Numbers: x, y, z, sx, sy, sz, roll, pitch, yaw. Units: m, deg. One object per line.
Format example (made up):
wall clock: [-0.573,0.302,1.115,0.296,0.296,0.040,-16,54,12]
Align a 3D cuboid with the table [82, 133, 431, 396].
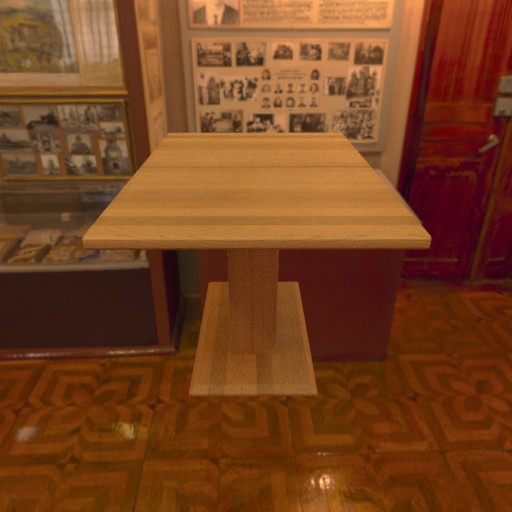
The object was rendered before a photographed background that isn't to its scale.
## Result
table: [0.000,0.000,1.883,0.900,0.770,1.300,0,27,0]
